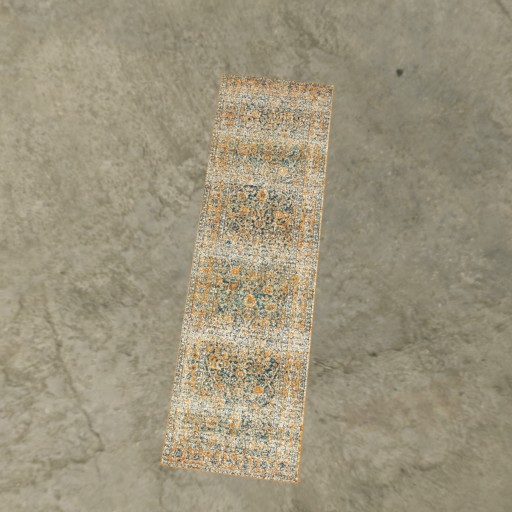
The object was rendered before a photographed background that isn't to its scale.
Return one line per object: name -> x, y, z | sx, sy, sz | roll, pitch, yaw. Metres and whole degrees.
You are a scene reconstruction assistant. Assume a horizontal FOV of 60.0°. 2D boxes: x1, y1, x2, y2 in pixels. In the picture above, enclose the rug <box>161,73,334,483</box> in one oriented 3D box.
rug -> 0.000, 0.000, 2.507 | 0.704, 0.014, 2.294 | 7, 77, 2
